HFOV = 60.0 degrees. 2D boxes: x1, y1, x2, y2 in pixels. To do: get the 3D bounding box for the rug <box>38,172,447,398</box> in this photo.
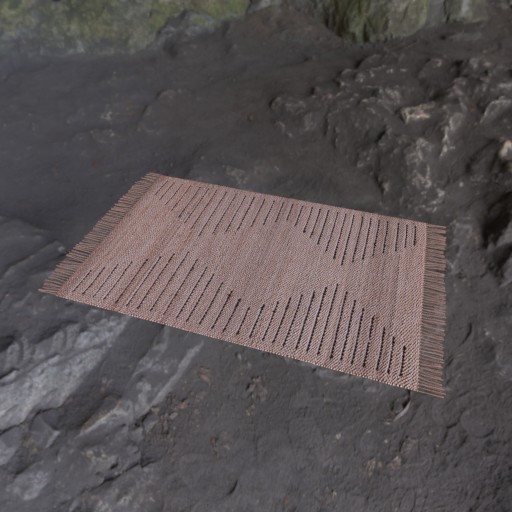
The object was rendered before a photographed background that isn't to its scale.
[{"bbox_3d":[0.000,0.000,2.538,2.085,0.027,1.224,12,44,13],"label":"rug"}]
